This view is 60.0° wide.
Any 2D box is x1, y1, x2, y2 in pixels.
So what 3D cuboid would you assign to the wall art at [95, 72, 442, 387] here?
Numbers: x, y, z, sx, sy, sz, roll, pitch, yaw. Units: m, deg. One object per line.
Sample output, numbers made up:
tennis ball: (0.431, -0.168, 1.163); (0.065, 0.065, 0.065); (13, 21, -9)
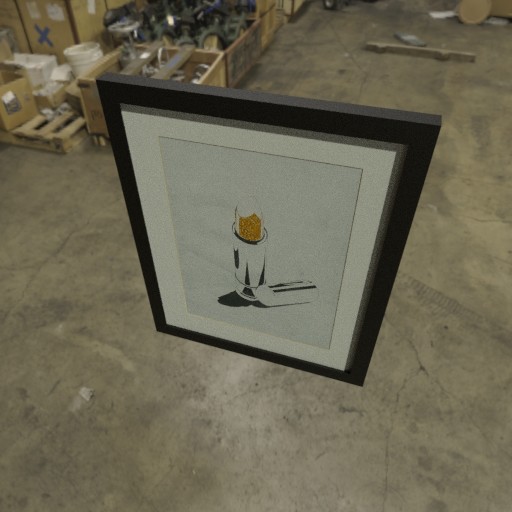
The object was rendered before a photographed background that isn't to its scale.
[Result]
wall art: (0.000, 0.000, 0.760); (0.457, 0.559, 0.029); (12, 44, 13)
